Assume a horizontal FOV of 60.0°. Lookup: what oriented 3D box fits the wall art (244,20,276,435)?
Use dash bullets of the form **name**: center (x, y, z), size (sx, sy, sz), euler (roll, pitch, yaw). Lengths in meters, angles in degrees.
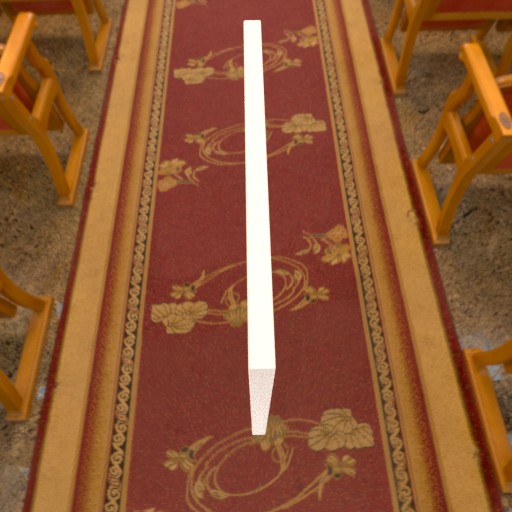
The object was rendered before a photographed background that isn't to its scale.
- **wall art**: center (0.000, 0.000, 1.116), size (0.037, 0.757, 0.757), euler (-1, 62, -1)
